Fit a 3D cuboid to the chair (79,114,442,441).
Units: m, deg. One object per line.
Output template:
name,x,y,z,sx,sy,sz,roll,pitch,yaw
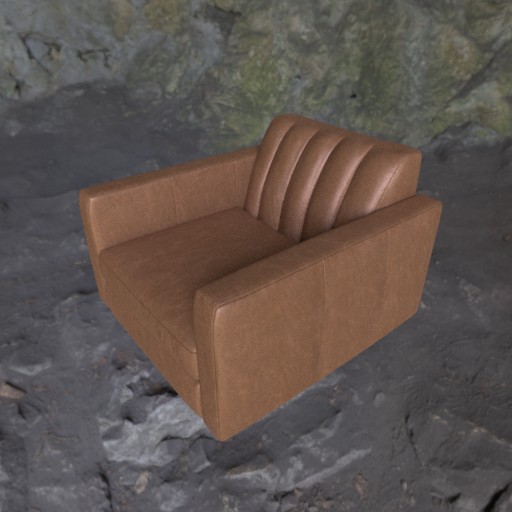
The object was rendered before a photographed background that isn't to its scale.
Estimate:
chair,0.000,0.000,1.699,0.998,0.819,0.953,-23,38,-32
